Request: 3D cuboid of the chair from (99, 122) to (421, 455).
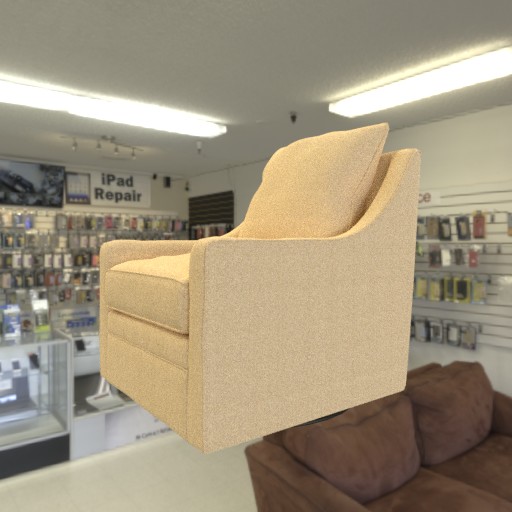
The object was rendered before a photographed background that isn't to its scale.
[{"bbox_3d":[0.000,0.000,1.541,0.876,0.927,0.760,-1,2,-37],"label":"chair"}]
